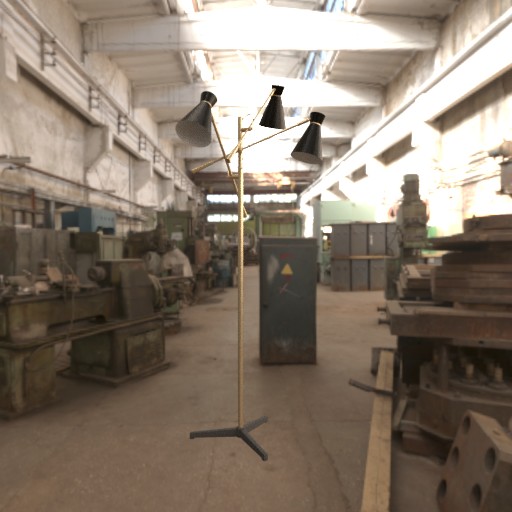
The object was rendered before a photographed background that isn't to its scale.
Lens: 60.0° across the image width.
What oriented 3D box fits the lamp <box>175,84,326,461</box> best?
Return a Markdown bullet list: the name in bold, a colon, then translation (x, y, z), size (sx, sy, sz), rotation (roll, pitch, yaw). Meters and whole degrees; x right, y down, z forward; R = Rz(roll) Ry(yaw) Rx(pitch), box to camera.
- **lamp**: translation (0.000, 0.000, 2.136), size (0.653, 1.804, 0.750), rotation (0, 2, 1)
